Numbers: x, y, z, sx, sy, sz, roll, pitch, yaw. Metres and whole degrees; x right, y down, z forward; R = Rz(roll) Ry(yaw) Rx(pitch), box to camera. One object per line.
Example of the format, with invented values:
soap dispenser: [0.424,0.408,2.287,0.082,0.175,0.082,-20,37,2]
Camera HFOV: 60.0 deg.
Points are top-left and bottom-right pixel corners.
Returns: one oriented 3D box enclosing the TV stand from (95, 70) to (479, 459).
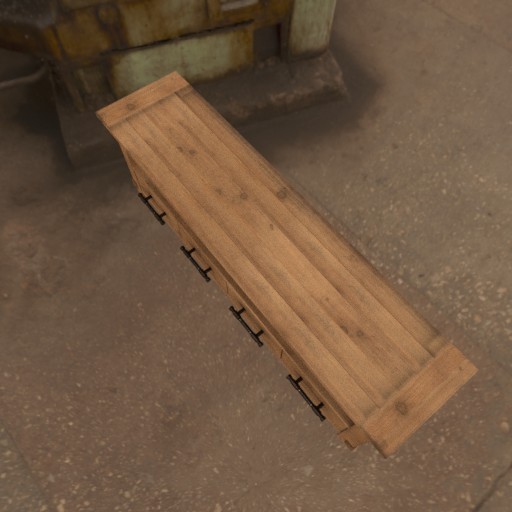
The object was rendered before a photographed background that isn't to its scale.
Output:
TV stand: [0.000,0.000,1.975,0.453,0.573,1.804,-35,68,-16]
